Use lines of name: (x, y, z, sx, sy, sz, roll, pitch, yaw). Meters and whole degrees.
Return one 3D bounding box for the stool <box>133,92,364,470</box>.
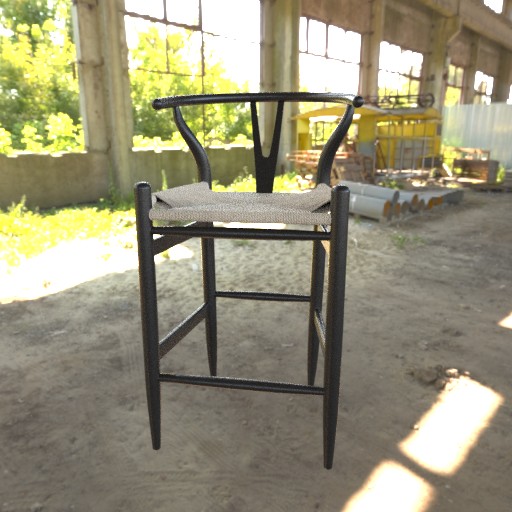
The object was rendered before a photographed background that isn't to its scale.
stool: (0.000, 0.000, 1.317, 0.569, 0.970, 0.579, 2, 15, 9)
